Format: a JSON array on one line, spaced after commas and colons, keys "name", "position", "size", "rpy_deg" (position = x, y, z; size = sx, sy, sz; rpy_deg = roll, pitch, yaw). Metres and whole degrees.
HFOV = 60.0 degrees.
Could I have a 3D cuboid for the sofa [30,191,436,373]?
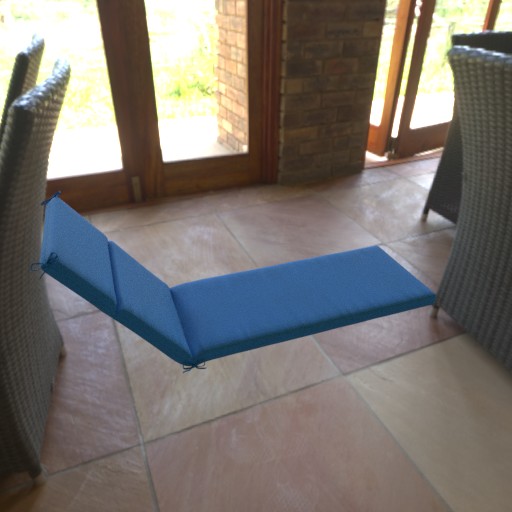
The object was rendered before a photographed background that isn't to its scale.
[{"name": "sofa", "position": [0.000, 0.000, 1.955], "size": [1.663, 0.622, 0.582], "rpy_deg": [-11, 33, -17]}]
